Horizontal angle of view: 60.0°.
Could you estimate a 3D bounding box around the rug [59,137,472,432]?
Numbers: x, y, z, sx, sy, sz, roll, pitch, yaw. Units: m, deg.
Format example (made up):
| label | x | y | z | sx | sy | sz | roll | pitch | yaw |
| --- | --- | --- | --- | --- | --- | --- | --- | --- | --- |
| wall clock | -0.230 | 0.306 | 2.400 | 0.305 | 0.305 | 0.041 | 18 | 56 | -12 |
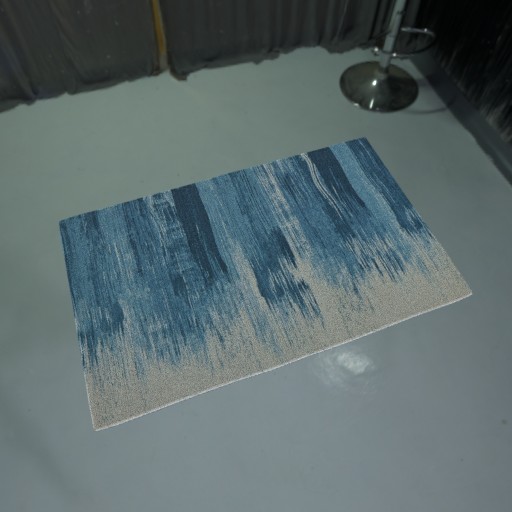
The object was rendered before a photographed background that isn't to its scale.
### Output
| label | x | y | z | sx | sy | sz | roll | pitch | yaw |
| --- | --- | --- | --- | --- | --- | --- | --- | --- | --- |
| rug | 0.000 | 0.000 | 3.006 | 2.450 | 0.027 | 1.540 | -17 | 60 | -10 |
